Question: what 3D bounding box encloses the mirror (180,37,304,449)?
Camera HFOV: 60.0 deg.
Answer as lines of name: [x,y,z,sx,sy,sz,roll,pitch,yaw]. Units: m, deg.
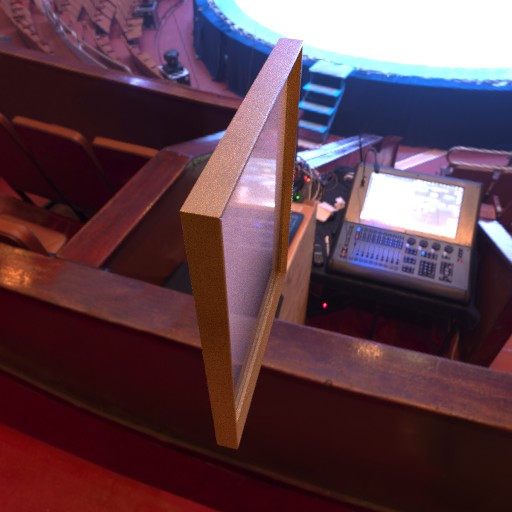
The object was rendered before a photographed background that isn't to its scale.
mirror: [0.000,0.000,0.693,0.041,0.509,0.406,10,47,10]
